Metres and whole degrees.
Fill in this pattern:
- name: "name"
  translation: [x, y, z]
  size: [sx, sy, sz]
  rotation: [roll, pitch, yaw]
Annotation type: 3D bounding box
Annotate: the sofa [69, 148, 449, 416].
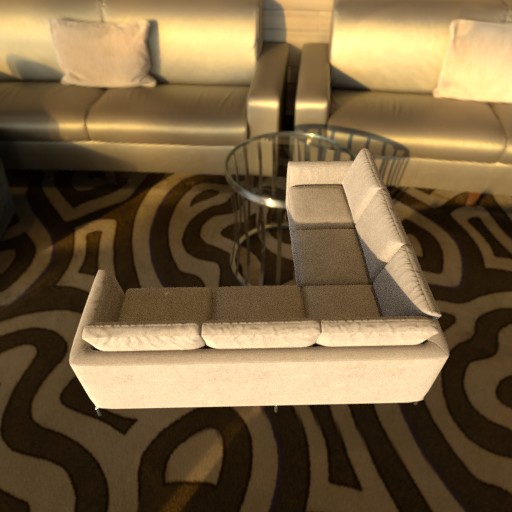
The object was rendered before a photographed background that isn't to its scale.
- name: "sofa"
  translation: [0.000, 0.000, 3.783]
  size: [2.438, 0.864, 2.438]
  rotation: [-1, 42, -1]
